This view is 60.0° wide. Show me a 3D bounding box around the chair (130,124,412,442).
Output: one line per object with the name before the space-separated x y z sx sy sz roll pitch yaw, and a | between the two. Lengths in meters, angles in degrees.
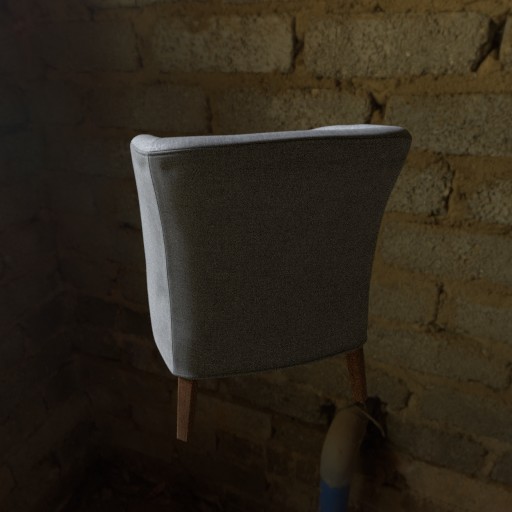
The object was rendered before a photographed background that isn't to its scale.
chair | 0.000 0.000 1.227 0.600 0.771 0.668 -7 26 -14
